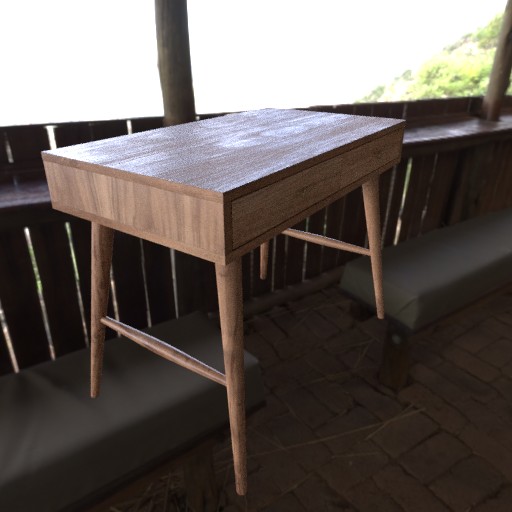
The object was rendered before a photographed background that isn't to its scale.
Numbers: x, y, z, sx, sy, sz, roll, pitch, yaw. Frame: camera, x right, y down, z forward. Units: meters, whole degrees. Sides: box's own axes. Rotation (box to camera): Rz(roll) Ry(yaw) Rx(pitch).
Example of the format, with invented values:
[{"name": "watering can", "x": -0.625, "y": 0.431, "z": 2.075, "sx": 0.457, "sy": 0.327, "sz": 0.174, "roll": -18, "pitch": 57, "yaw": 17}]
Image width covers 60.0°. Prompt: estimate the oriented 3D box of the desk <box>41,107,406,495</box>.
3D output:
[{"name": "desk", "x": 0.000, "y": 0.000, "z": 1.399, "sx": 0.588, "sy": 0.758, "sz": 0.949, "roll": 17, "pitch": 31, "yaw": 31}]
